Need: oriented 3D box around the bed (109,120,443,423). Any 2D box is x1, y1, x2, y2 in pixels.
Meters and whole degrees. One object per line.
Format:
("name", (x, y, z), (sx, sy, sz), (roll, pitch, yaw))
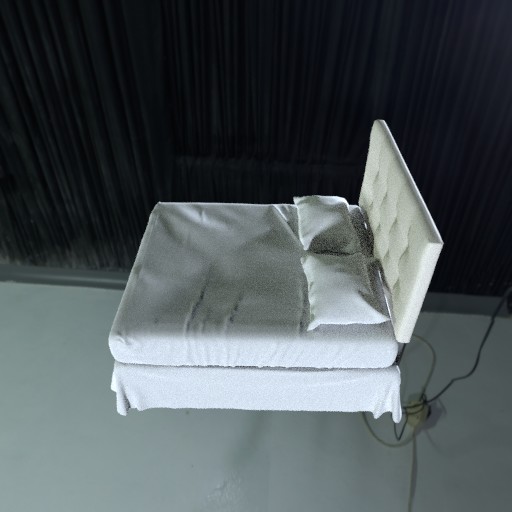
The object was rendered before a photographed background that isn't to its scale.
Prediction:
("bed", (0.000, 0.000, 3.495), (2.222, 1.577, 1.936), (1, 40, 1))
